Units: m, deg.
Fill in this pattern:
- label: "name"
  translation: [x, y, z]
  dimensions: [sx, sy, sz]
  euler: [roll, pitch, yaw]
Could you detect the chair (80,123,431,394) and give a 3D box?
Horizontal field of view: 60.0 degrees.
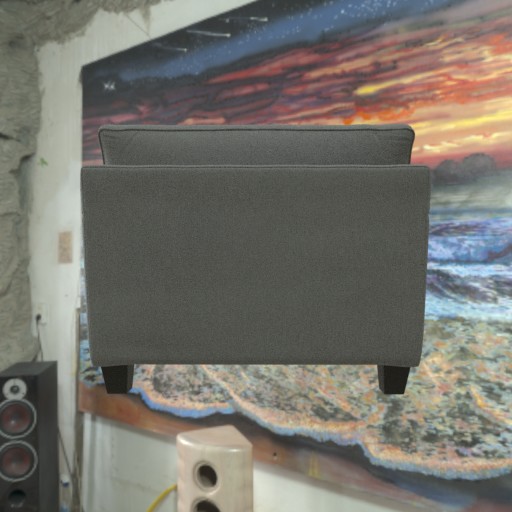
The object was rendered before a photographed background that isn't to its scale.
- label: "chair"
  translation: [0.000, 0.000, 1.997]
  dimensions: [1.220, 1.016, 1.041]
  euler: [0, 0, 0]
